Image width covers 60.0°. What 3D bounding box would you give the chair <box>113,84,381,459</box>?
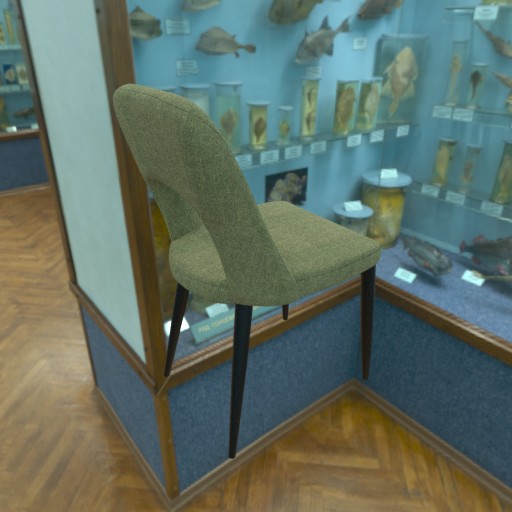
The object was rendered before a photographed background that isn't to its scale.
[{"bbox_3d":[0.000,0.000,1.248,0.612,0.931,0.470,-18,32,-32],"label":"chair"}]
